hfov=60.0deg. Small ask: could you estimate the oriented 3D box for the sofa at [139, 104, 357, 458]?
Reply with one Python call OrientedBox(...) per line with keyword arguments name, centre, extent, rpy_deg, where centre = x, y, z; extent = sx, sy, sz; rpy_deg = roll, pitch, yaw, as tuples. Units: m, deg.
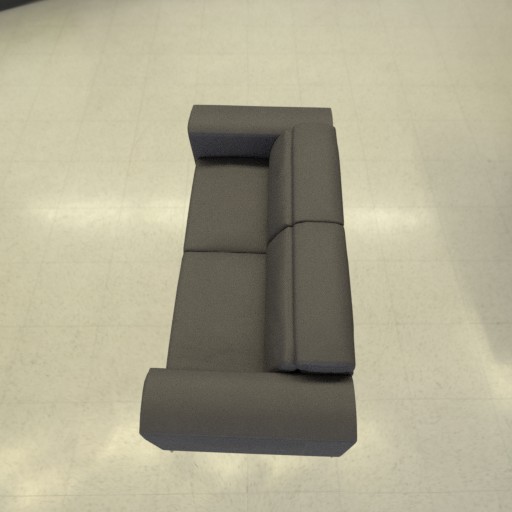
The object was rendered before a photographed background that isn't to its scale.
OrientedBox(name="sofa", centre=(0.000, 0.000, 2.866), extent=(1.048, 0.814, 2.330), rpy_deg=(2, 58, 1))
